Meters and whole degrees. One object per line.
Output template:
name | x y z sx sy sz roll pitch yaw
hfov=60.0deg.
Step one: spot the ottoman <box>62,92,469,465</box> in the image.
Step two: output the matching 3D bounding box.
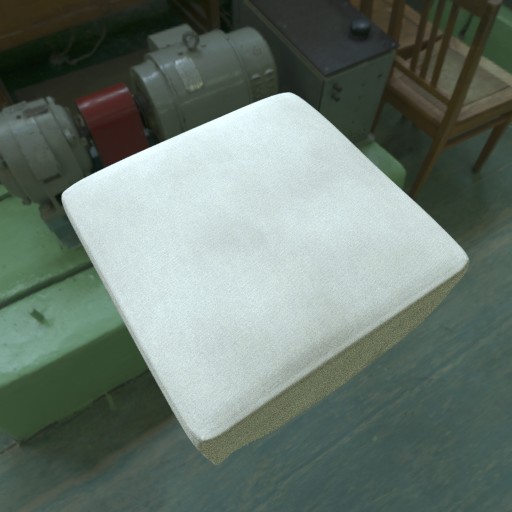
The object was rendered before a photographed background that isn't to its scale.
ottoman | 0.000 0.000 1.340 0.843 0.441 0.842 -29 63 -17
